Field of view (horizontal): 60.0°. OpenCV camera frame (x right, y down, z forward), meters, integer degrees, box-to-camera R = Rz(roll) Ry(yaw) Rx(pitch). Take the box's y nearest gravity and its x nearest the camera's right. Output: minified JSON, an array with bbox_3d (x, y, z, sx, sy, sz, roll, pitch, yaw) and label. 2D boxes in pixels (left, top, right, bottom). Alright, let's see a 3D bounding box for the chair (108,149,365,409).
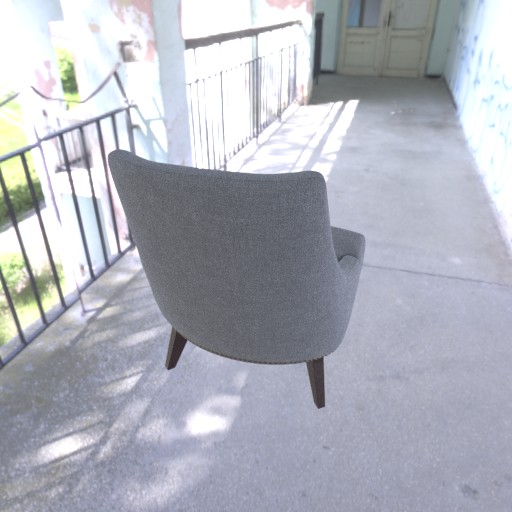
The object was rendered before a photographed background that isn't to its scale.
[{"bbox_3d":[0.000,0.000,1.542,0.701,0.909,0.861,10,32,16],"label":"chair"}]
